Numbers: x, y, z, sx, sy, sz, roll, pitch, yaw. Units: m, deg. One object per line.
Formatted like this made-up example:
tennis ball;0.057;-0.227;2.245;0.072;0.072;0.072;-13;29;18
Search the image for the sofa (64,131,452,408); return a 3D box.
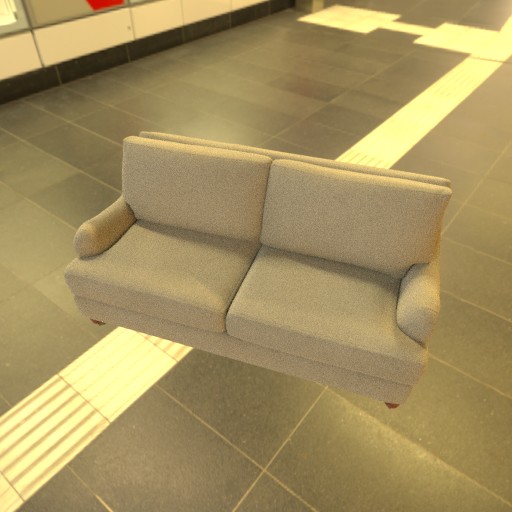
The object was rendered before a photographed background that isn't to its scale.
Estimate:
sofa;0.000;0.000;2.672;2.070;0.997;1.091;12;43;14
